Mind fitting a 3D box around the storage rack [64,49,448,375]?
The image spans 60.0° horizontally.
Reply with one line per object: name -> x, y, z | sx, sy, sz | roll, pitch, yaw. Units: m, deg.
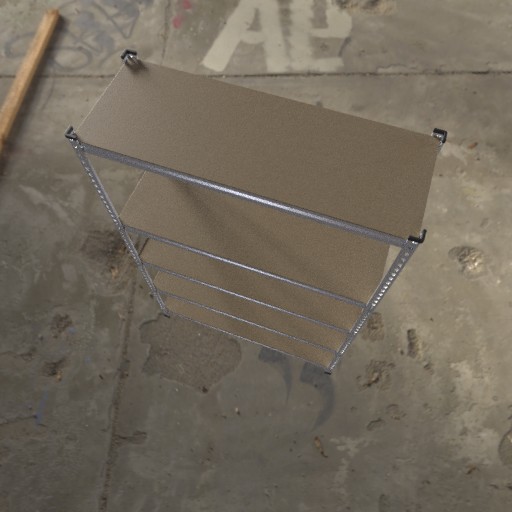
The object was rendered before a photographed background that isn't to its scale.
storage rack -> 0.000, 0.000, 2.310 | 1.219, 1.829, 0.457 | 18, 64, 9
